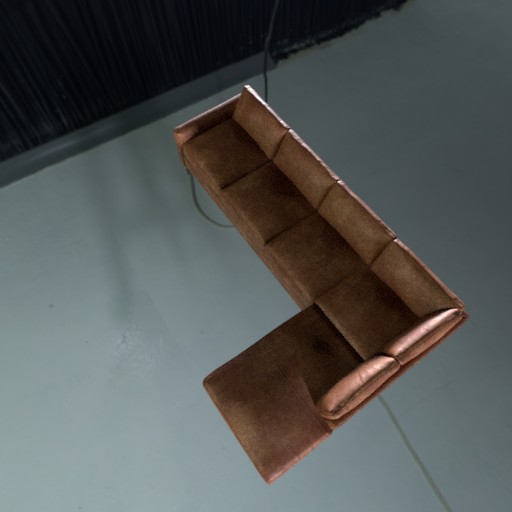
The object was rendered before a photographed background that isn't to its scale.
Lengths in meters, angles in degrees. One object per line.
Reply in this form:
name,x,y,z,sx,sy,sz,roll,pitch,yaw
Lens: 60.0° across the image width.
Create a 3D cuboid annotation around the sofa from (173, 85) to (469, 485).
sofa,0.000,0.000,3.837,1.938,0.877,2.984,-33,68,-15
